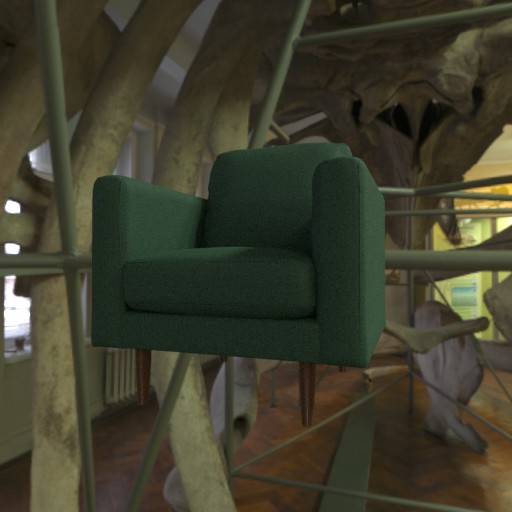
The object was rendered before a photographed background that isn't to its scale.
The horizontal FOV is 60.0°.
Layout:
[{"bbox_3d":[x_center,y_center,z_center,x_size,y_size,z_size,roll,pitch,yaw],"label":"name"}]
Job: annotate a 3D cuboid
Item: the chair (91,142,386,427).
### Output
[{"bbox_3d":[0.000,0.000,1.591,0.855,0.927,0.800,0,-1,20],"label":"chair"}]
